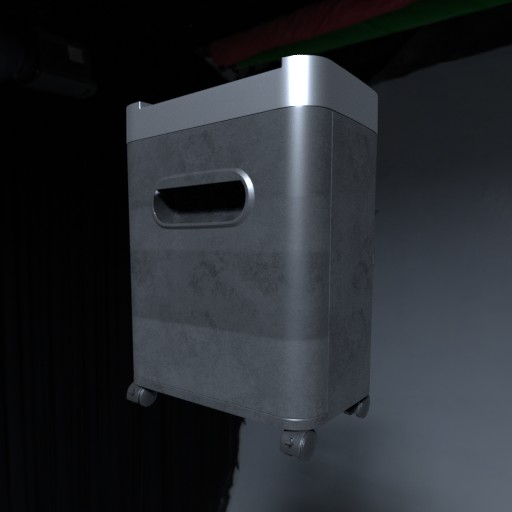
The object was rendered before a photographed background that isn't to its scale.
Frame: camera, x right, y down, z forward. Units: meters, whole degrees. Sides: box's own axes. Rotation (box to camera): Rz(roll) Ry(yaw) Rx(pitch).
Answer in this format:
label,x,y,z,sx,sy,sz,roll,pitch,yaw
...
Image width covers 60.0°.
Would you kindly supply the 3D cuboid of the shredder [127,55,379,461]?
label,x,y,z,sx,sy,sz,roll,pitch,yaw
shredder,0.000,0.000,0.618,0.311,0.419,0.237,1,2,37
